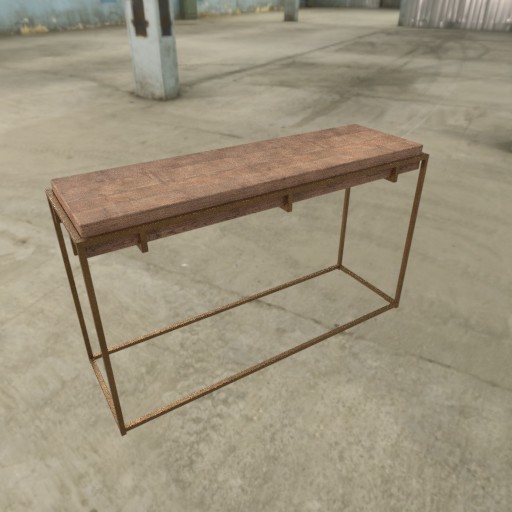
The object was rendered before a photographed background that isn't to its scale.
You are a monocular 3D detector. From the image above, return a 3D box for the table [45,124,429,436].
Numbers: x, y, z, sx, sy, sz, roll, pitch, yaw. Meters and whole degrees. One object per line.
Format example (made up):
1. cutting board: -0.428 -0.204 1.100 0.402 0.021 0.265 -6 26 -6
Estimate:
1. table: 0.000 0.000 1.839 1.400 0.820 0.440 -18 35 -27
